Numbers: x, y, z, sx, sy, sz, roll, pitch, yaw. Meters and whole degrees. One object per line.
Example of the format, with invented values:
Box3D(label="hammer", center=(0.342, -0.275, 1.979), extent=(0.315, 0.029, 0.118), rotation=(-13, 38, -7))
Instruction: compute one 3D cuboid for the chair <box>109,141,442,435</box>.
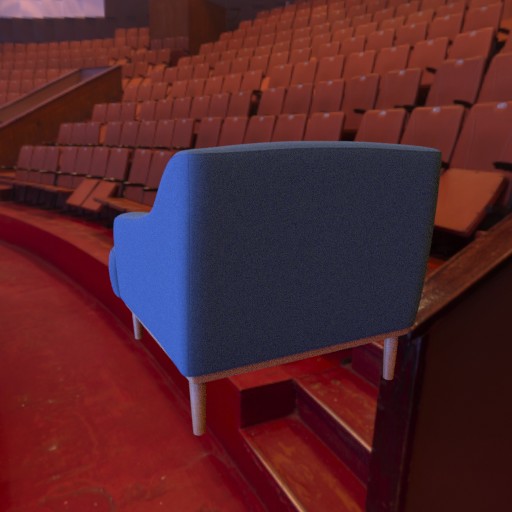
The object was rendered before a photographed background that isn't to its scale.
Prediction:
Box3D(label="chair", center=(0.000, 0.000, 1.648), extent=(0.946, 0.818, 0.951), rotation=(-7, 15, -25))
